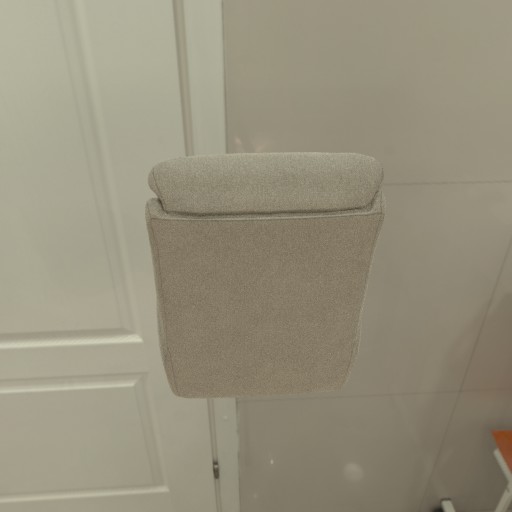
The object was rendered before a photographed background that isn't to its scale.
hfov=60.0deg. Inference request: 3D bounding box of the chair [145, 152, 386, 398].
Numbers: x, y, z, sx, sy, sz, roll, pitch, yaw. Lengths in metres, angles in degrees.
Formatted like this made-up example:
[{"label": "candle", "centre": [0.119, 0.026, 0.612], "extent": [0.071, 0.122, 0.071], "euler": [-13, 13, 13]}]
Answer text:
[{"label": "chair", "centre": [0.000, 0.000, 1.712], "extent": [0.794, 1.021, 0.940], "euler": [-2, 31, -3]}]
